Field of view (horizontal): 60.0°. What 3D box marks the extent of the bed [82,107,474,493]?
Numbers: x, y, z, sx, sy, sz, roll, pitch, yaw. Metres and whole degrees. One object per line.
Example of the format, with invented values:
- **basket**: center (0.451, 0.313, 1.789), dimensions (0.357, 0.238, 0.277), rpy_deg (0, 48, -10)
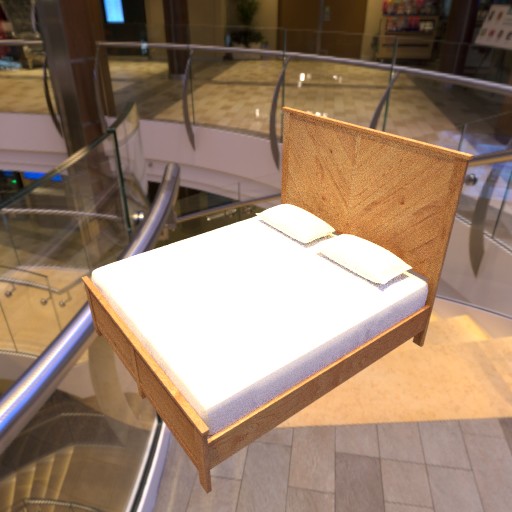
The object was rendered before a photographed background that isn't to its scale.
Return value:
- **bed**: center (0.000, 0.000, 4.011), dimensions (2.530, 1.938, 2.225), rpy_deg (-21, 36, -32)
